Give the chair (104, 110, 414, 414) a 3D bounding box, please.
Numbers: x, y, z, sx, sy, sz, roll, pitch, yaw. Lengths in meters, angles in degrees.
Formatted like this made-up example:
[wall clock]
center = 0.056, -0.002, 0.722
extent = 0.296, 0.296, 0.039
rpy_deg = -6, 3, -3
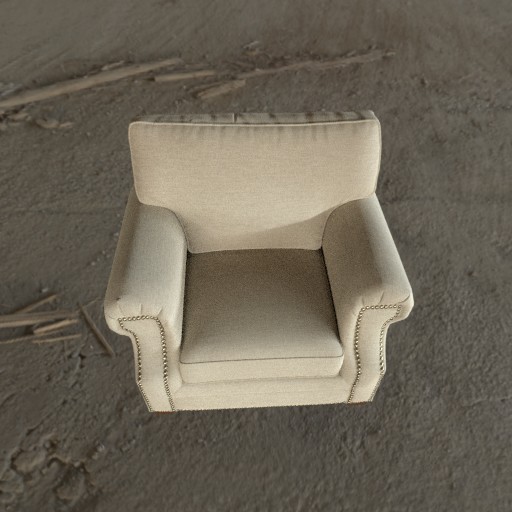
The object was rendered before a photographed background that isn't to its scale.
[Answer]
[chair]
center = 0.000, 0.000, 1.843
extent = 1.092, 0.961, 0.965
rpy_deg = -2, 46, -2
